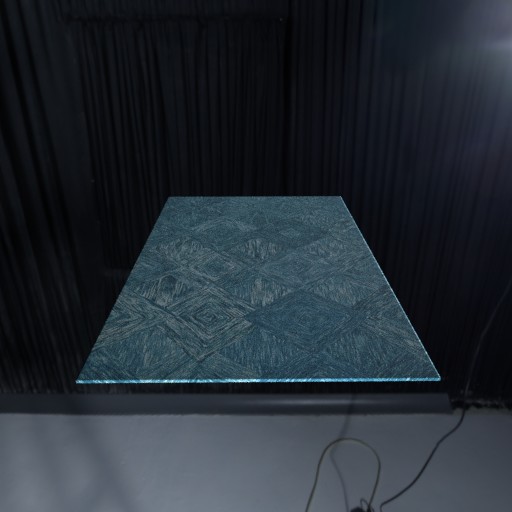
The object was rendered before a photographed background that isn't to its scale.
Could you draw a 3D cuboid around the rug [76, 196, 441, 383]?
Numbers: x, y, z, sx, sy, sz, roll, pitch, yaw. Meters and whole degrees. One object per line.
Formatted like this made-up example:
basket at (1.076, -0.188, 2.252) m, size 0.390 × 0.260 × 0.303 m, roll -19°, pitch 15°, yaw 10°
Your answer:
rug at (0.000, 0.000, 2.822) m, size 1.490 × 0.015 × 2.277 m, roll 0°, pitch 27°, yaw -1°
